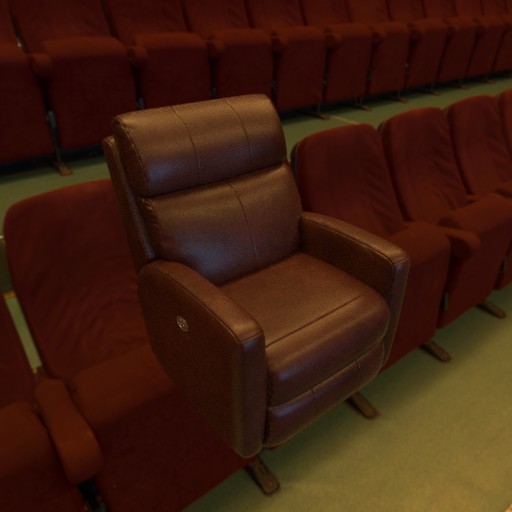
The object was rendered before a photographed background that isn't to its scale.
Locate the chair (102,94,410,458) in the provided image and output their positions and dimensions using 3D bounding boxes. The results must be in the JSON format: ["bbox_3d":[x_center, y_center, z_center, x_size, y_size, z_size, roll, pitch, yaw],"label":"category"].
[{"bbox_3d":[0.000,0.000,1.691,0.787,1.016,0.939,-21,36,-32],"label":"chair"}]
